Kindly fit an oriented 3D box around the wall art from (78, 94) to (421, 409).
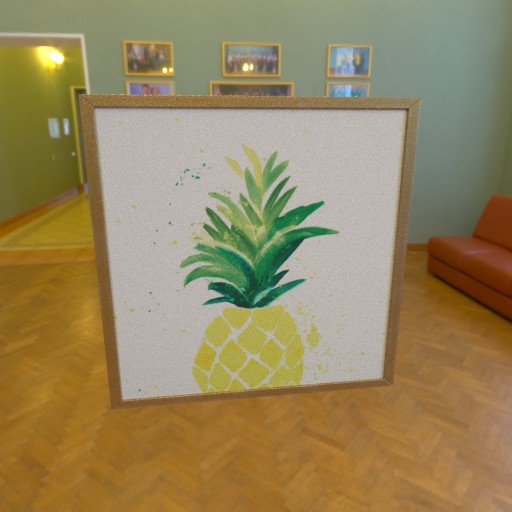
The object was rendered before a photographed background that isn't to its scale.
[{"bbox_3d":[0.000,0.000,0.452,0.306,0.305,0.038,-2,16,-8],"label":"wall art"}]
